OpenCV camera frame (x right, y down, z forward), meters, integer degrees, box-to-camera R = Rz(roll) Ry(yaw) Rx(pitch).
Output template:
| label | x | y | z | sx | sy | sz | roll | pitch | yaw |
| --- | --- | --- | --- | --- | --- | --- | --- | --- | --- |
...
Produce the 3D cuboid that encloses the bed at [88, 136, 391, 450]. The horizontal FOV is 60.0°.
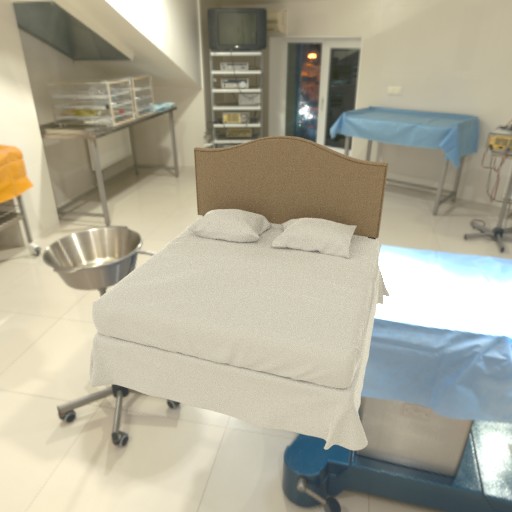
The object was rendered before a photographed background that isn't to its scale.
| label | x | y | z | sx | sy | sz | roll | pitch | yaw |
| --- | --- | --- | --- | --- | --- | --- | --- | --- | --- |
| bed | 0.000 | 0.000 | 3.809 | 2.311 | 1.651 | 2.222 | 9 | 28 | 17 |
